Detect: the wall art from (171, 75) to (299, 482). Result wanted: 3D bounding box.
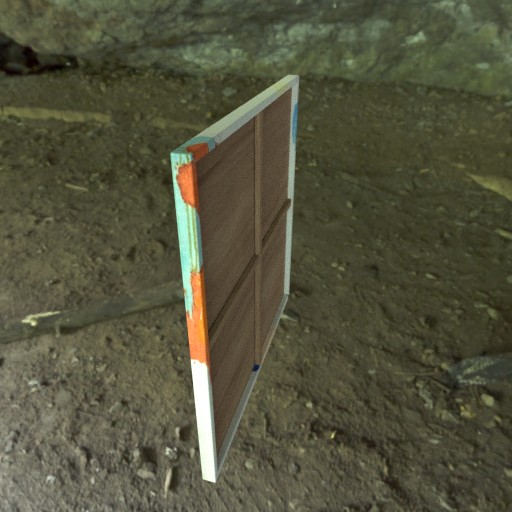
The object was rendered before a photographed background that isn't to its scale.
[{"bbox_3d":[0.000,0.000,1.512,0.044,1.017,1.017,8,31,14],"label":"wall art"}]
